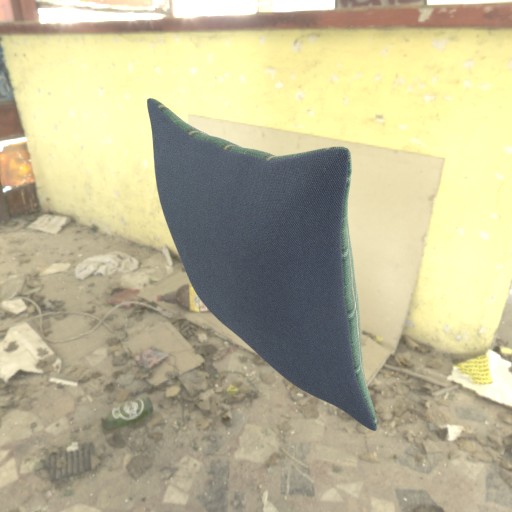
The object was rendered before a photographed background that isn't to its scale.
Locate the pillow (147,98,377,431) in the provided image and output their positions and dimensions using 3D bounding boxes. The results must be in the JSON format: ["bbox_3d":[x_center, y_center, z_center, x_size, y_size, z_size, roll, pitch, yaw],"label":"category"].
[{"bbox_3d":[0.000,0.000,0.686,0.200,0.430,0.453,-17,31,-31],"label":"pillow"}]
